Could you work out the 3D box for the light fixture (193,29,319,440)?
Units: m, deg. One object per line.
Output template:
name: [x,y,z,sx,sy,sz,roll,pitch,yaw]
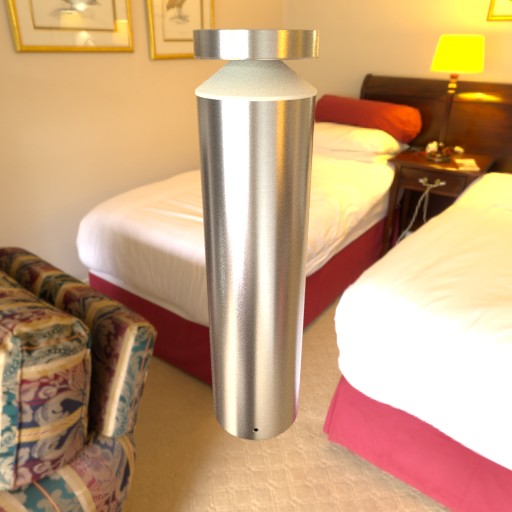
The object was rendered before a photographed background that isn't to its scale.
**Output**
light fixture: [0.000,0.000,0.441,0.102,0.400,0.102,0,26,0]
